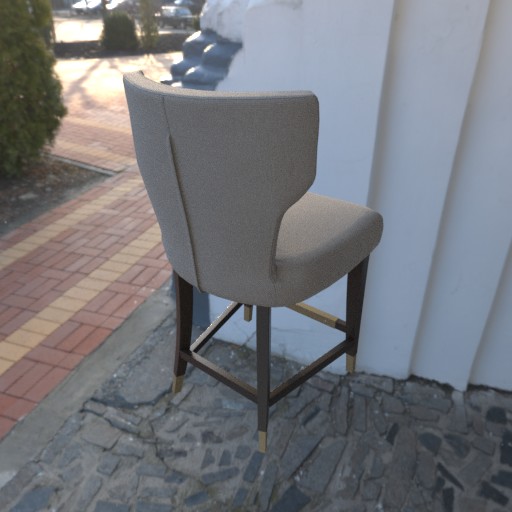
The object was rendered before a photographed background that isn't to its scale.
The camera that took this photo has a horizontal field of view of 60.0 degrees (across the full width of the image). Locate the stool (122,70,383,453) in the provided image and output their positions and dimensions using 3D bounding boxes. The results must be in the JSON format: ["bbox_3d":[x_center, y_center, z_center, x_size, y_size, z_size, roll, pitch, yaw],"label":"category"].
[{"bbox_3d":[0.000,0.000,1.263,0.527,0.982,0.563,21,36,32],"label":"stool"}]
